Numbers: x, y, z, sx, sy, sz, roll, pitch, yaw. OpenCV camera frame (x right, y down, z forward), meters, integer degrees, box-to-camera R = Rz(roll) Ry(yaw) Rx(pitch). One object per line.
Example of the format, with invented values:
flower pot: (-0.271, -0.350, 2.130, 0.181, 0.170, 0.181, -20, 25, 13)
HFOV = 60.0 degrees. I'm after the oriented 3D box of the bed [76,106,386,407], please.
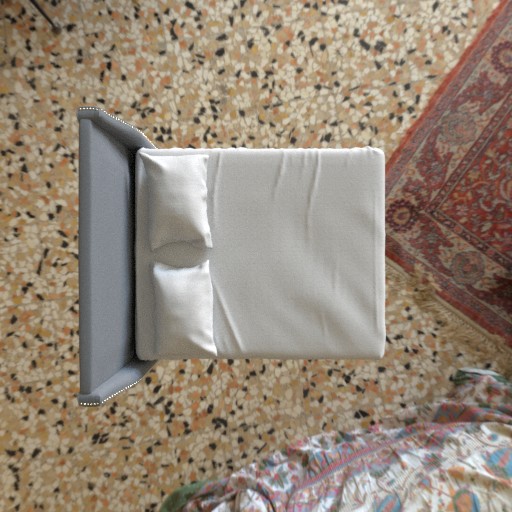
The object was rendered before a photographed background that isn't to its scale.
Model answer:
bed: (0.000, 0.000, 3.437, 2.276, 1.332, 1.925, 0, 91, 0)
